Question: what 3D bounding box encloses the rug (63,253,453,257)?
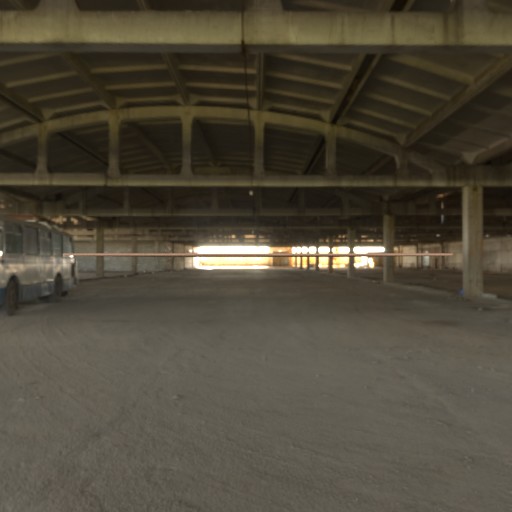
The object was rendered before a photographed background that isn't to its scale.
[{"bbox_3d":[0.000,0.000,2.295,1.219,0.008,1.829,0,0,0],"label":"rug"}]
